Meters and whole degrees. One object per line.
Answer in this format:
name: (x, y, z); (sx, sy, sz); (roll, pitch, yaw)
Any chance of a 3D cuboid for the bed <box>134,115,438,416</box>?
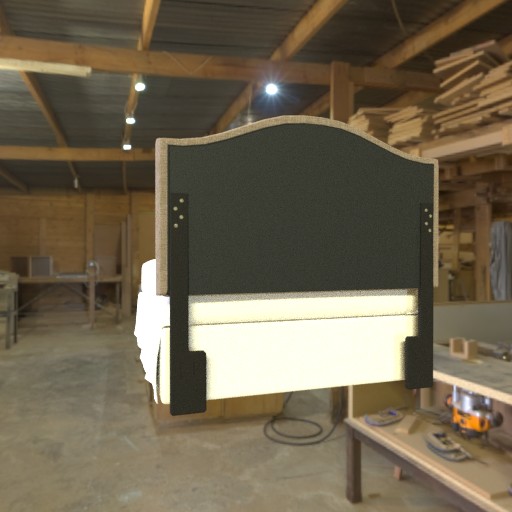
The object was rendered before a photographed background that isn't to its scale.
bed: (0.000, 0.000, 3.378); (1.713, 1.518, 2.153); (0, 0, -18)
